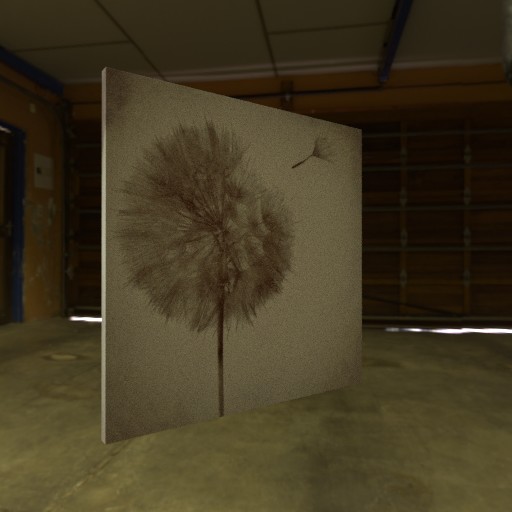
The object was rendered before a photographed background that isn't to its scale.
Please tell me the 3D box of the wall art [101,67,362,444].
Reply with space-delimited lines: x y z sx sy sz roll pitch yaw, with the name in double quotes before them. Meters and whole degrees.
"wall art" 0.000 0.000 1.124 0.762 0.762 0.027 0 0 -35
